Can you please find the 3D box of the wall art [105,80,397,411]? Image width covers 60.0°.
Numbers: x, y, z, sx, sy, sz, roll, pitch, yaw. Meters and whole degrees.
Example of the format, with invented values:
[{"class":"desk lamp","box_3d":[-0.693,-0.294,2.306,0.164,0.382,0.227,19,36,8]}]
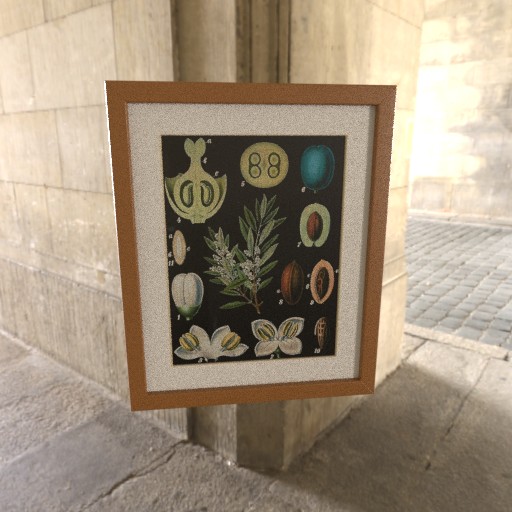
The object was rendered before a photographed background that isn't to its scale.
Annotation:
[{"class":"wall art","box_3d":[0.000,0.000,0.752,0.449,0.550,0.021,-2,15,-7]}]
